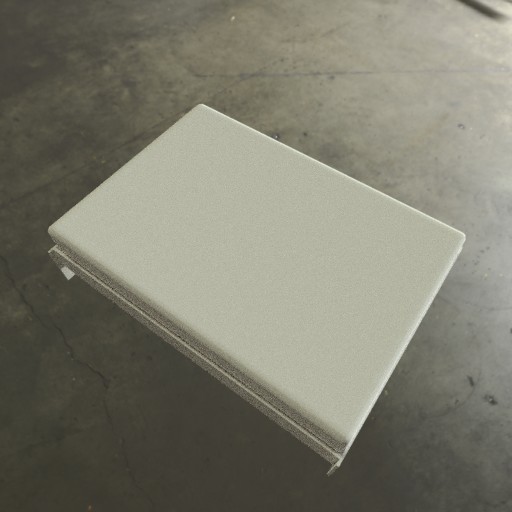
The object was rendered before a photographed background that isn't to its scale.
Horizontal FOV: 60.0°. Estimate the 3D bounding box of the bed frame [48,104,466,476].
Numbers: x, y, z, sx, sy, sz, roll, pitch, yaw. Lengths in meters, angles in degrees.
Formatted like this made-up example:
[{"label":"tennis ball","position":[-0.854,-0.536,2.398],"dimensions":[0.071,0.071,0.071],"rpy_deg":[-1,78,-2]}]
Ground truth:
[{"label":"bed frame","position":[0.000,0.000,2.643],"dimensions":[1.945,0.497,1.445],"rpy_deg":[31,62,19]}]
